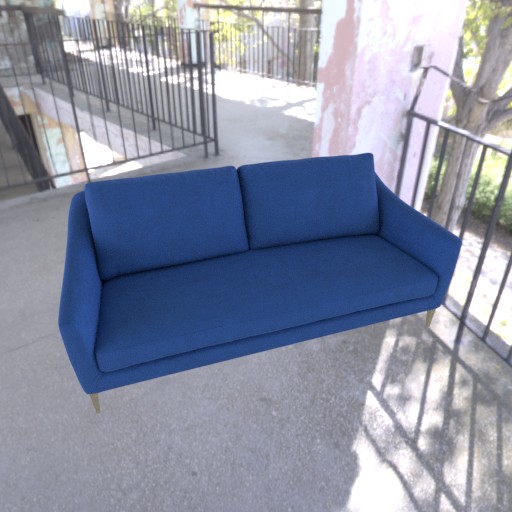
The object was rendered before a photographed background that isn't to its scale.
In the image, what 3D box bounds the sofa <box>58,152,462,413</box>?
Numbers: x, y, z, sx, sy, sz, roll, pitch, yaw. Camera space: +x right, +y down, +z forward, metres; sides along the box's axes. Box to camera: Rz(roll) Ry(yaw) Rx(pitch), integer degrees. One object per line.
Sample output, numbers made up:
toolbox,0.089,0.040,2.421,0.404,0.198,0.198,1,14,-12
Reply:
sofa,0.000,0.000,2.526,2.036,0.903,0.960,-10,32,-17
